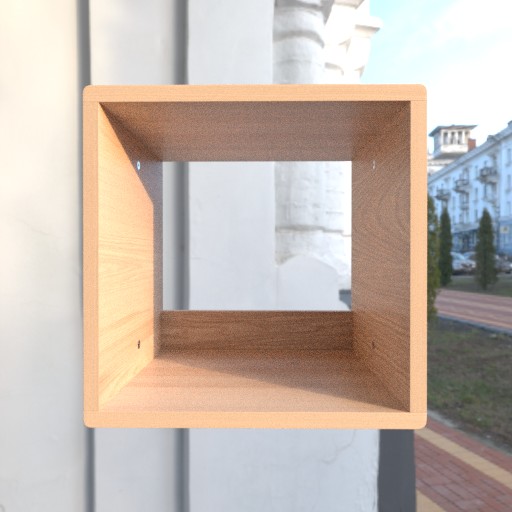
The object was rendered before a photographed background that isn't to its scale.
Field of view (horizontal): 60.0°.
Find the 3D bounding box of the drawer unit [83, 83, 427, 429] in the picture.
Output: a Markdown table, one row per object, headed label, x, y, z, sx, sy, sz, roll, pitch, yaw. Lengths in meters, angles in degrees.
| label | x | y | z | sx | sy | sz | roll | pitch | yaw |
| --- | --- | --- | --- | --- | --- | --- | --- | --- | --- |
| drawer unit | 0.000 | 0.000 | 0.588 | 0.344 | 0.344 | 0.290 | 0 | 0 | 1 |
